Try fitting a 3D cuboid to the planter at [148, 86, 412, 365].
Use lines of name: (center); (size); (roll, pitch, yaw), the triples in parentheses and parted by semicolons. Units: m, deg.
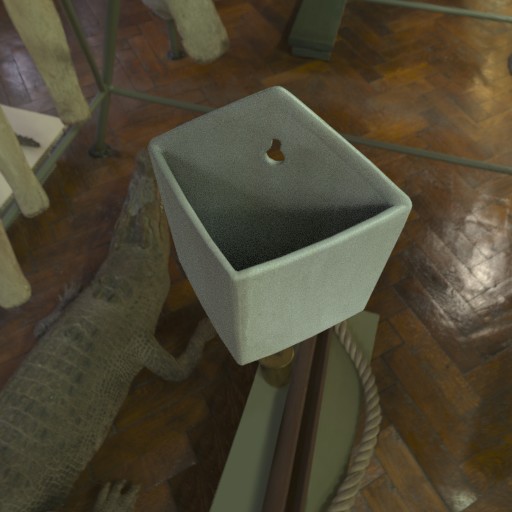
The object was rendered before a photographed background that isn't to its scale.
planter: (0.000, 0.000, 0.276); (0.163, 0.194, 0.080); (15, 59, 9)
